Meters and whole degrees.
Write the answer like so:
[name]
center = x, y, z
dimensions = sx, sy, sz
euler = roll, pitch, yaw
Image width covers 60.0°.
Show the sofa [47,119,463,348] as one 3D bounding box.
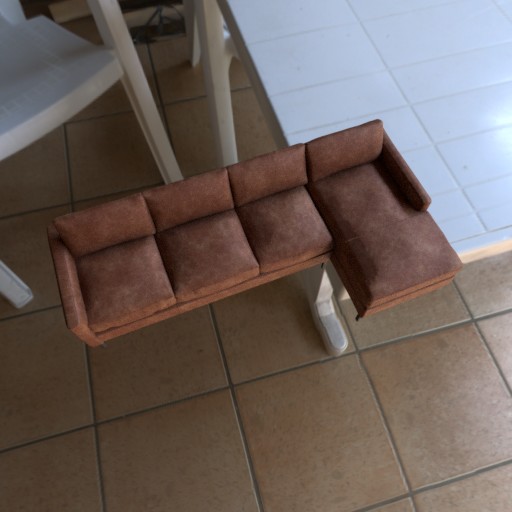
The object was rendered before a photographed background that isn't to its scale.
[sofa]
center = 0.000, 0.000, 3.601
dimensions = 2.993, 0.859, 1.471
euler = -19, 64, -10
